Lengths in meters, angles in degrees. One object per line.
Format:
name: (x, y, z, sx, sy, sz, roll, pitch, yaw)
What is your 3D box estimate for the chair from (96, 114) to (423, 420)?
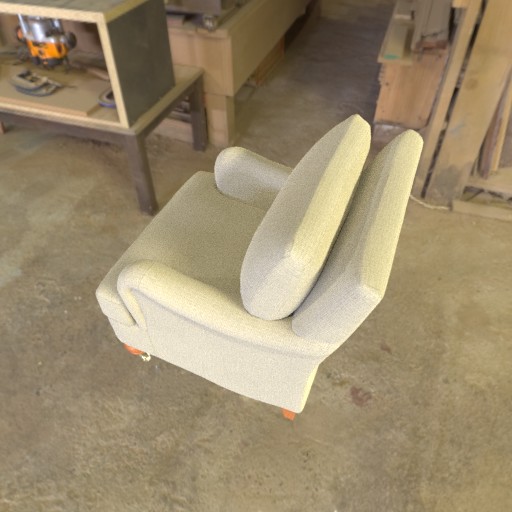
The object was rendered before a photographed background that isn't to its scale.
chair: (0.000, 0.000, 1.907, 1.070, 1.038, 0.955, 16, 48, 15)
